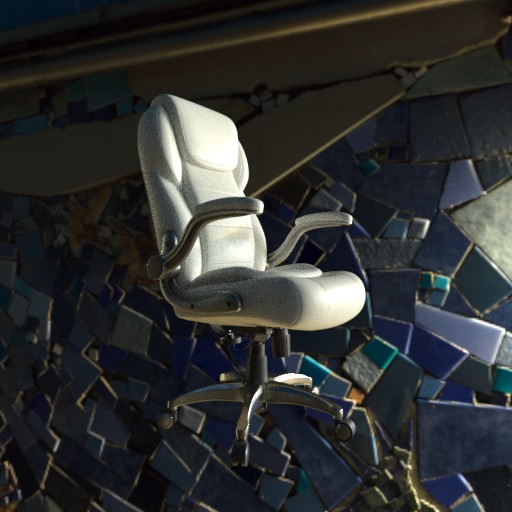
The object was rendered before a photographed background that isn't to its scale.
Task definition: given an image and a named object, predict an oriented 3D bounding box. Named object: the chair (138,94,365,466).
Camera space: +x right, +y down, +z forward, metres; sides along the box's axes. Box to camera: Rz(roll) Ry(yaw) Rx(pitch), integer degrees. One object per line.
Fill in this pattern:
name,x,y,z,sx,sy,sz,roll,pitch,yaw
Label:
chair,0.000,0.000,1.783,0.806,1.330,0.755,0,1,36
